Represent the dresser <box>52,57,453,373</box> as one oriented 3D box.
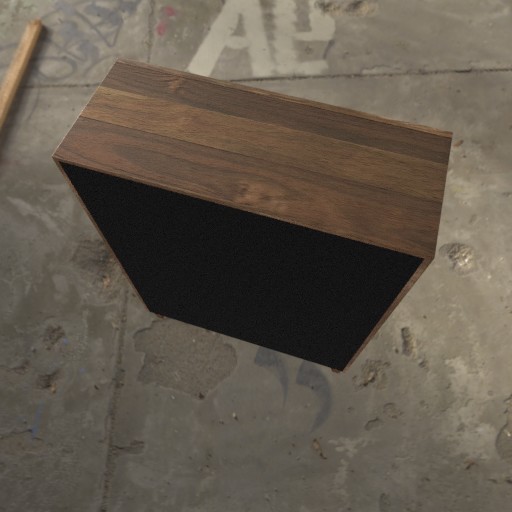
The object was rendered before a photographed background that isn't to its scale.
[{"bbox_3d":[0.000,0.000,1.878,1.062,1.393,0.442,16,64,8],"label":"dresser"}]
